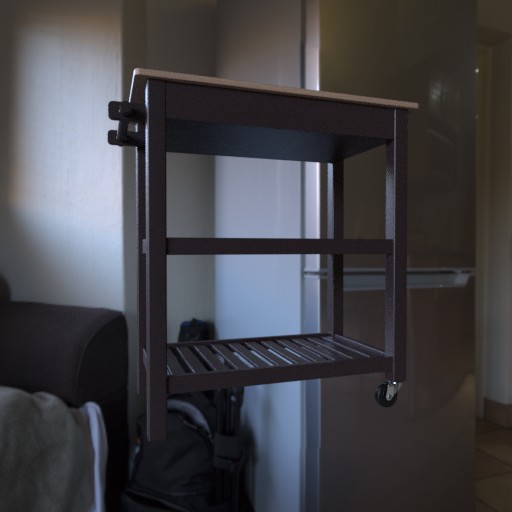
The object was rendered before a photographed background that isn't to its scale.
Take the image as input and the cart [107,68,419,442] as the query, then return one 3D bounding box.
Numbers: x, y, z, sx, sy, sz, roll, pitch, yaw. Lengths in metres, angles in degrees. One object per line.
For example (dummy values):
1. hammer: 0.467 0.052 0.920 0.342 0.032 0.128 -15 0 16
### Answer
1. cart: 0.000 0.000 1.423 0.899 0.927 0.457 0 1 -19
